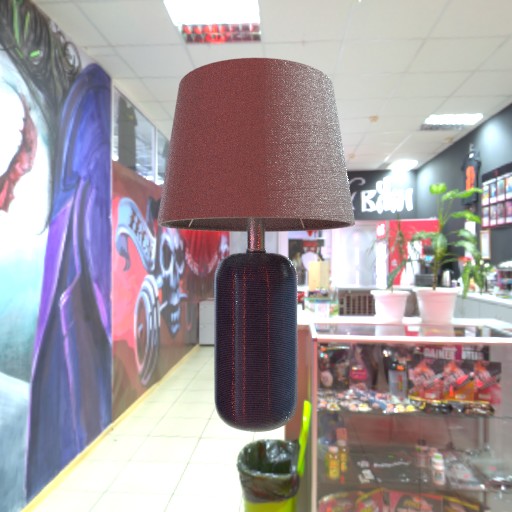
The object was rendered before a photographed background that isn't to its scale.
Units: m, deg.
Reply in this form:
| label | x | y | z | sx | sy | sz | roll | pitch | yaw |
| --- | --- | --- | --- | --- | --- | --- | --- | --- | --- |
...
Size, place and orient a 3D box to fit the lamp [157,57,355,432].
| label | x | y | z | sx | sy | sz | roll | pitch | yaw |
| --- | --- | --- | --- | --- | --- | --- | --- | --- | --- |
| lamp | 0.000 | 0.000 | 0.578 | 0.253 | 0.428 | 0.253 | 0 | 0 | 0 |
